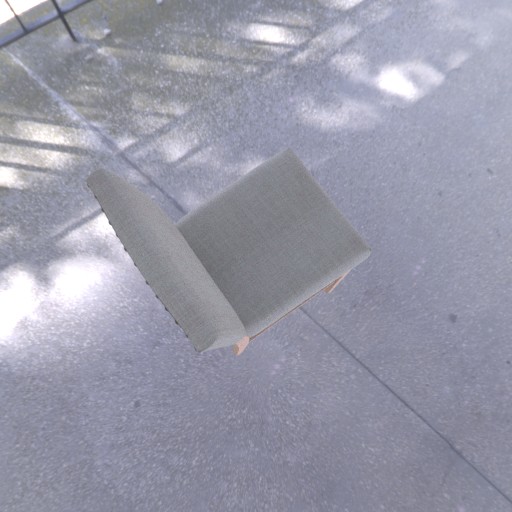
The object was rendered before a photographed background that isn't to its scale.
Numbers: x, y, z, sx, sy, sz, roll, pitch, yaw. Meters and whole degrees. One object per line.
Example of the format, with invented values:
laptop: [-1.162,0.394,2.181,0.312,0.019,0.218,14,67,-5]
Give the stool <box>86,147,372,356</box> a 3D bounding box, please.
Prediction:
stool: [0.000,0.000,1.469,0.585,1.173,0.445,-34,78,-8]
